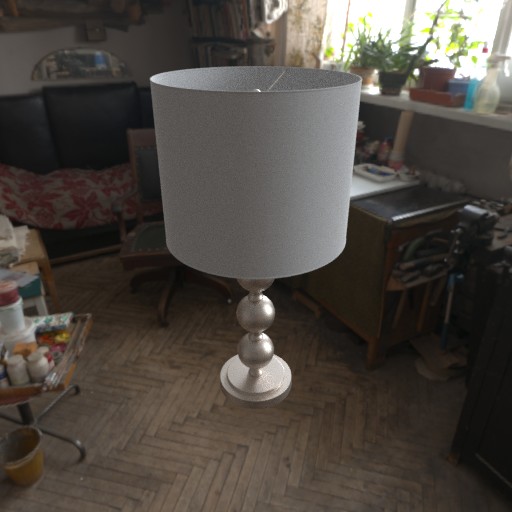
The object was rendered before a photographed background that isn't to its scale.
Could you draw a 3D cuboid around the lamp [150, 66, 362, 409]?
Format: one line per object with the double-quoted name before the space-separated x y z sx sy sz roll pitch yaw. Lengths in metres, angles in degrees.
"lamp" 0.000 0.000 0.712 0.277 0.538 0.277 10 30 18
